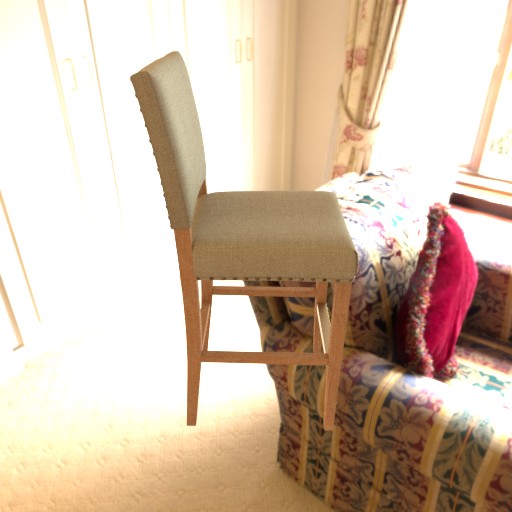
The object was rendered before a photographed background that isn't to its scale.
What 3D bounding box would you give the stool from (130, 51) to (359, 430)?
[{"bbox_3d":[0.000,0.000,1.476,0.585,1.203,0.445,0,30,1],"label":"stool"}]
